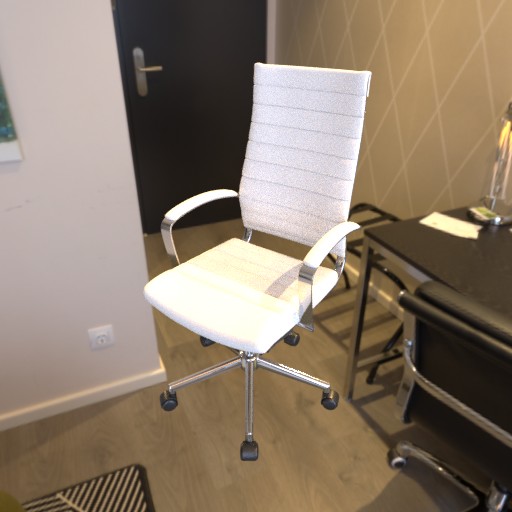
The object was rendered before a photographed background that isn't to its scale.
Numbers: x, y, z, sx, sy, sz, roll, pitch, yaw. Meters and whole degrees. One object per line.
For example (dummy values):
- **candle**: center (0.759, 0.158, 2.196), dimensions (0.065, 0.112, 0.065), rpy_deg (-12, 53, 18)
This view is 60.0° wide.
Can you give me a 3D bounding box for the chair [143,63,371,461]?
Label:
- **chair**: center (0.000, 0.000, 1.518), dimensions (0.679, 1.149, 0.679), rpy_deg (19, 34, 30)
